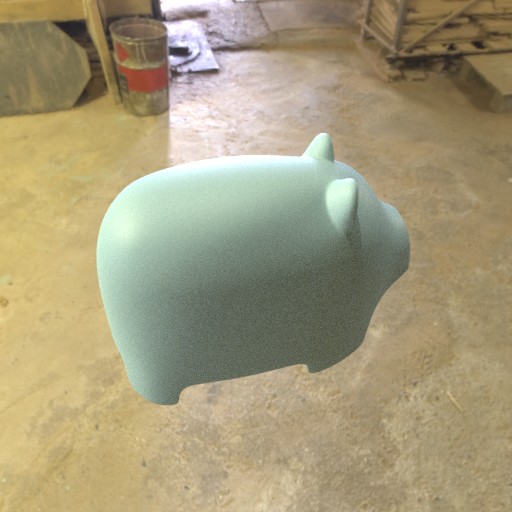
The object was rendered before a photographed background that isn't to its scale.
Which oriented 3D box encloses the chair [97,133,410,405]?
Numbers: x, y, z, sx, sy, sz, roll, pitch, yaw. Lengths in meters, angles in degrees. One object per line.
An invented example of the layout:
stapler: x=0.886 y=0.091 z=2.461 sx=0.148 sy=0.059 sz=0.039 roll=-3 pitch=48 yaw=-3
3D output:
chair: x=0.000 y=0.000 z=0.876 sx=0.619 sy=0.423 sz=0.364 roll=-9 pitch=48 yaw=-8
